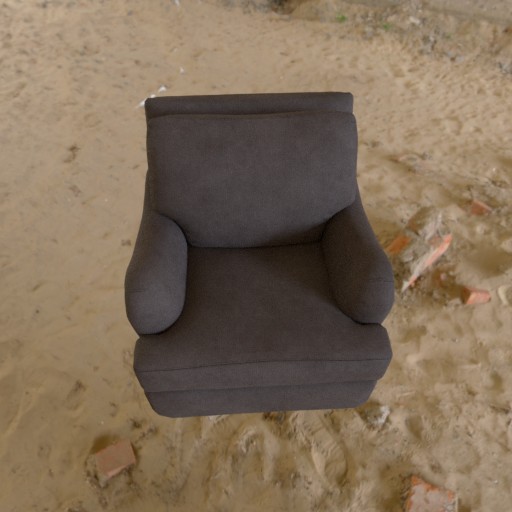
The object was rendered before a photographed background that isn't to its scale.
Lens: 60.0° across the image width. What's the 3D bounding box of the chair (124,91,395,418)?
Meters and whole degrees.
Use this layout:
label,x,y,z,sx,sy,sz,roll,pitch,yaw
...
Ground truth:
label,x,y,z,sx,sy,sz,roll,pitch,yaw
chair,0.000,0.000,1.853,0.955,0.997,1.070,-2,48,-2
